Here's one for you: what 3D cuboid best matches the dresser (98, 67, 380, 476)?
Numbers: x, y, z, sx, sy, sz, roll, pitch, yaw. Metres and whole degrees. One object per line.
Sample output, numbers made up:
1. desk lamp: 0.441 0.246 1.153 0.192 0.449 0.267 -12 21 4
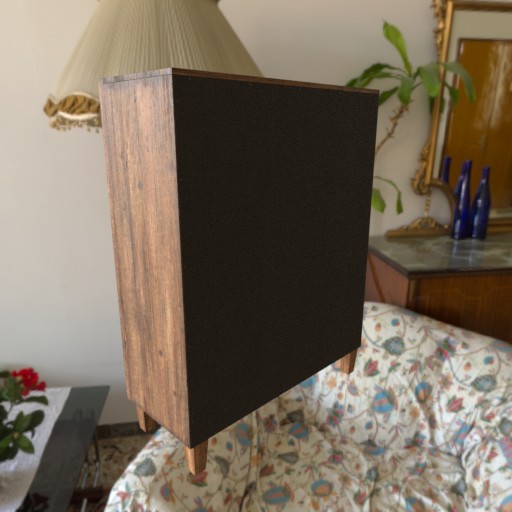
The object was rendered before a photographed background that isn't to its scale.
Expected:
1. dresser: 0.000 0.000 1.884 1.067 1.359 0.438 -15 22 -42
